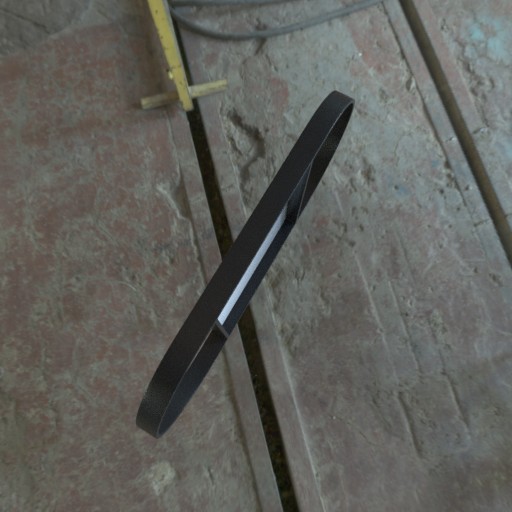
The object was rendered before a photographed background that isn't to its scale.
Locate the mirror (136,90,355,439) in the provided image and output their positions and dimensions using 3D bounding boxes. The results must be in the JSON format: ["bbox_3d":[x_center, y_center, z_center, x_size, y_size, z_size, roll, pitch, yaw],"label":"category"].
[{"bbox_3d":[0.000,0.000,0.679,0.032,0.254,0.584,29,77,8],"label":"mirror"}]
